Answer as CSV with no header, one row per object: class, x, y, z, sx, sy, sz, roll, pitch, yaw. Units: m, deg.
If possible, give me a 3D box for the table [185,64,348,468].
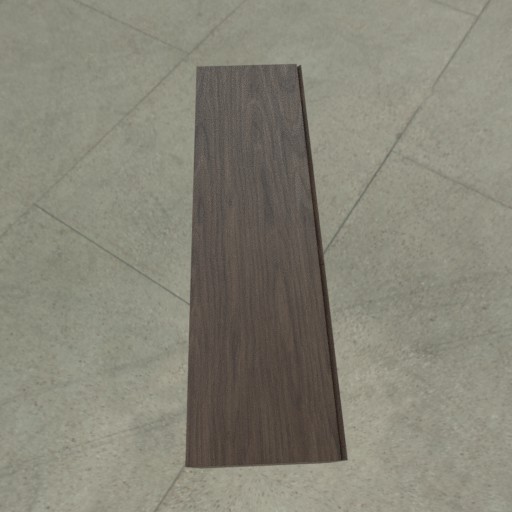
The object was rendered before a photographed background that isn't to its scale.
table,0.000,0.000,1.634,0.405,0.508,1.397,-2,64,-1
